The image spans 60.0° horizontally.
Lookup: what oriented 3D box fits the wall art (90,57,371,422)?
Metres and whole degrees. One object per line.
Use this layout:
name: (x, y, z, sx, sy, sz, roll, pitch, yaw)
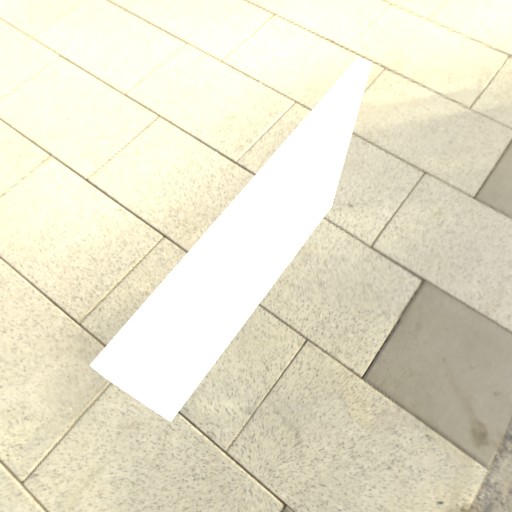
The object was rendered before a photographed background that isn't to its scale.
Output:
wall art: (0.000, 0.000, 1.696, 0.051, 0.902, 1.308, 32, 68, 15)
